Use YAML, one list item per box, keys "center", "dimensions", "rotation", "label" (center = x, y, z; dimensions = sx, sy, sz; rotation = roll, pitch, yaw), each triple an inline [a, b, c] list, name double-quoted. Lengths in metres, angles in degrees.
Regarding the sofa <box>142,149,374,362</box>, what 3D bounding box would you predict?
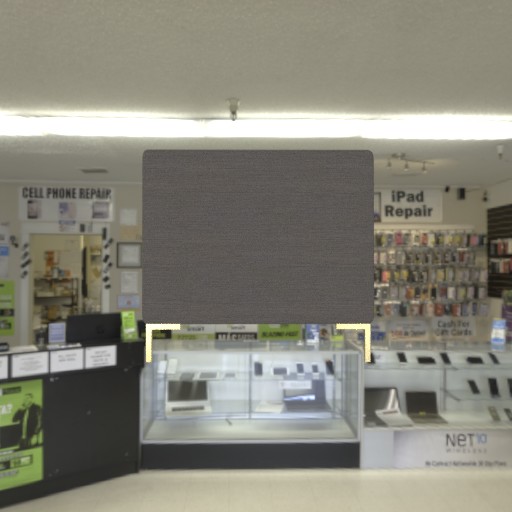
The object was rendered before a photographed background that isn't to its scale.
- center: [0.000, 0.000, 2.274]
  dimensions: [0.686, 0.635, 1.981]
  rotation: [0, -1, 0]
  label: "sofa"
